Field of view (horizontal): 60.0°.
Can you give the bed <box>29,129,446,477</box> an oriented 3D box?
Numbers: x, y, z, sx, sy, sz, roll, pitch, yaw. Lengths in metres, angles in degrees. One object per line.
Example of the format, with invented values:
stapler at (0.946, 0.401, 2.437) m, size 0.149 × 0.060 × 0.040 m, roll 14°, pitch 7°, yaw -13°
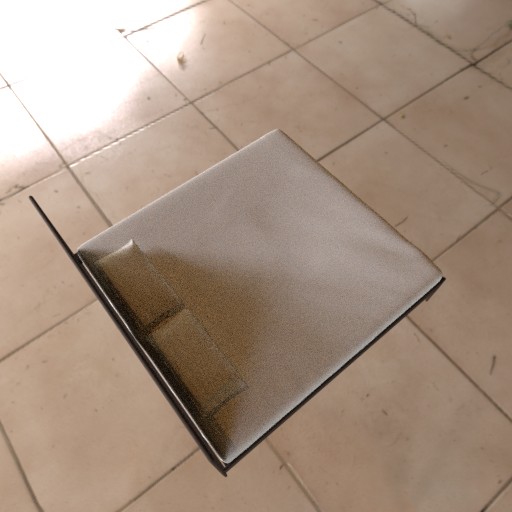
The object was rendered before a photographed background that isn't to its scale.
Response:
bed at (0.000, 0.000, 3.297) m, size 2.151 × 1.173 × 1.993 m, roll -35°, pitch 66°, yaw -18°
